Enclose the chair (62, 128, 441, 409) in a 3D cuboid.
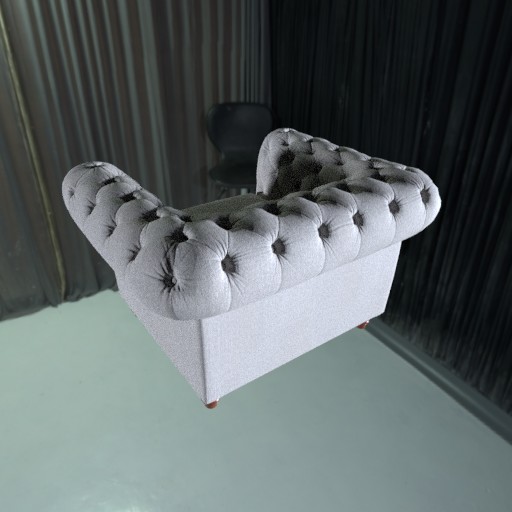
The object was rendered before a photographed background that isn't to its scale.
[{"bbox_3d":[0.000,0.000,1.881,1.270,0.770,0.976,-19,35,-30],"label":"chair"}]
